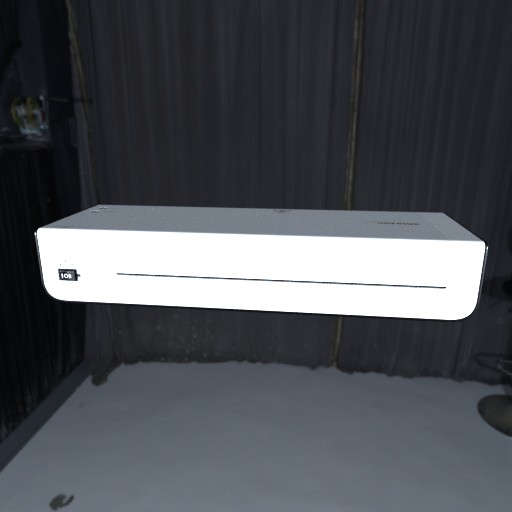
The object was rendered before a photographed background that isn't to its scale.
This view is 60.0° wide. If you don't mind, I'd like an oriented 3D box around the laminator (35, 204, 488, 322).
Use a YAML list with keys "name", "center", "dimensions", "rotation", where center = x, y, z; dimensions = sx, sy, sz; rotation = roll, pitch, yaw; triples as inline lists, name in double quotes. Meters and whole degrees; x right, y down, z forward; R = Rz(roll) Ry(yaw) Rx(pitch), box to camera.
- name: "laminator"
  center: [0.000, 0.000, 0.386]
  dimensions: [0.340, 0.062, 0.123]
  rotation: [2, 17, 7]
